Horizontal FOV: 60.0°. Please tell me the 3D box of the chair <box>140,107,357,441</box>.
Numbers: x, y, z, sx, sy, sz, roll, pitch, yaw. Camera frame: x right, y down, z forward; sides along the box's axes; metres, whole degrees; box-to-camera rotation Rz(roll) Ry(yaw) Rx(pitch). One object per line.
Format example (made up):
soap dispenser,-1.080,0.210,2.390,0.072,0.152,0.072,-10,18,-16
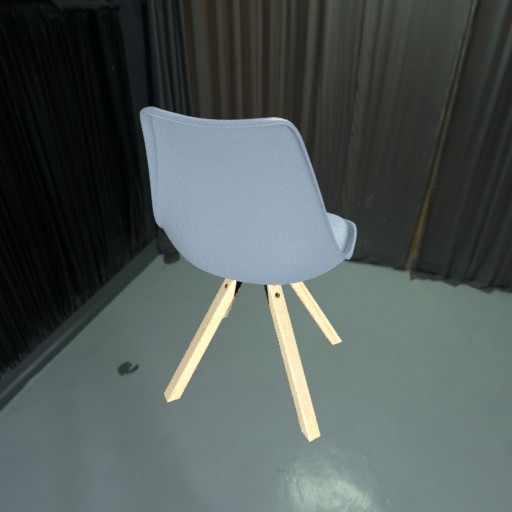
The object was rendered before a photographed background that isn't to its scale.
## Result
chair,0.000,0.000,1.147,0.485,0.850,0.549,10,34,15
